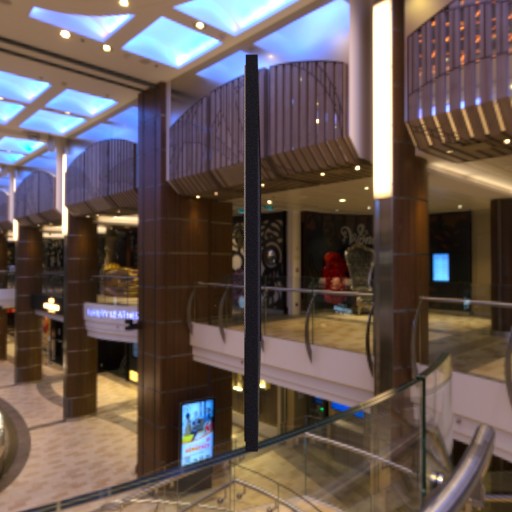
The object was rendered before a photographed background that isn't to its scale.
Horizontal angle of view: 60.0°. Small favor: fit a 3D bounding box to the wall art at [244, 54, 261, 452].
[{"bbox_3d":[0.000,0.000,1.491,0.028,0.805,1.190,0,-1,1],"label":"wall art"}]
